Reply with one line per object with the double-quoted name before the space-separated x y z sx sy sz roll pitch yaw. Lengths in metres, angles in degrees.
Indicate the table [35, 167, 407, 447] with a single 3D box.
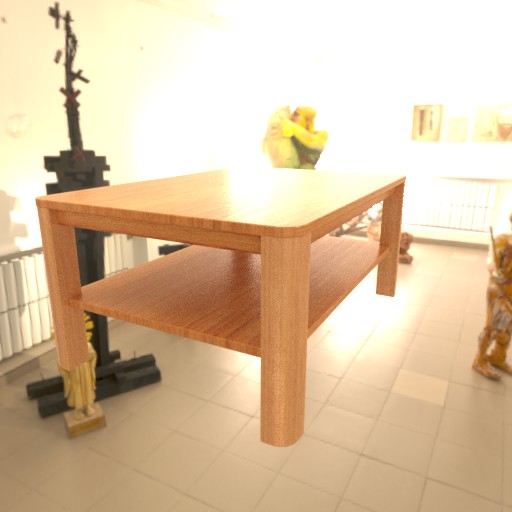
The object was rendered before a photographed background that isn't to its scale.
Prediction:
"table" 0.000 0.000 1.375 0.696 0.445 0.997 9 18 27
